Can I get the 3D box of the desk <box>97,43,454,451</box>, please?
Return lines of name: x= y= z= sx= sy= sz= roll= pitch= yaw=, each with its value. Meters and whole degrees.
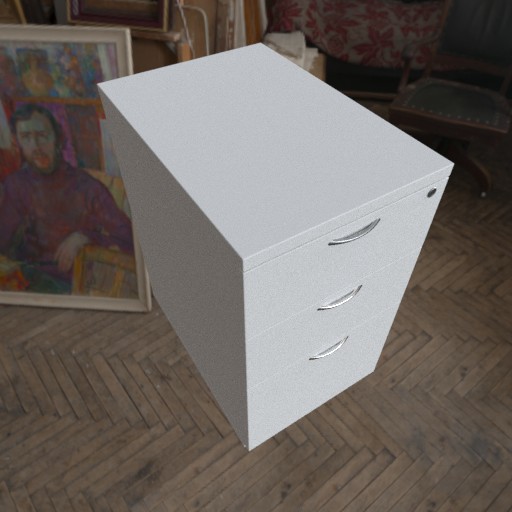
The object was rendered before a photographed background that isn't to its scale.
desk: x=0.000 y=0.000 z=1.084 sx=0.404 sy=0.730 sz=0.600 roll=-25 pitch=51 yaw=-21
